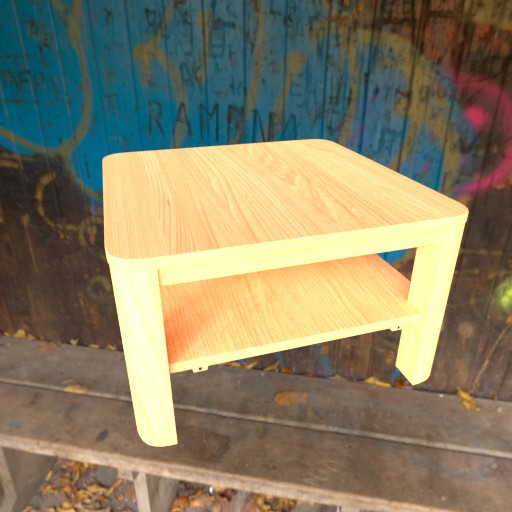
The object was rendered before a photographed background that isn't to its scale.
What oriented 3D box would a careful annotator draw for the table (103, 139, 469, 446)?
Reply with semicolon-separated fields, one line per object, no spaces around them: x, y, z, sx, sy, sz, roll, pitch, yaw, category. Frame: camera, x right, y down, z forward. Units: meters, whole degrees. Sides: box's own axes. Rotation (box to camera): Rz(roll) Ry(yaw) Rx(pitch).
0.000;0.000;1.241;0.750;0.450;0.750;-8;28;-15;table
